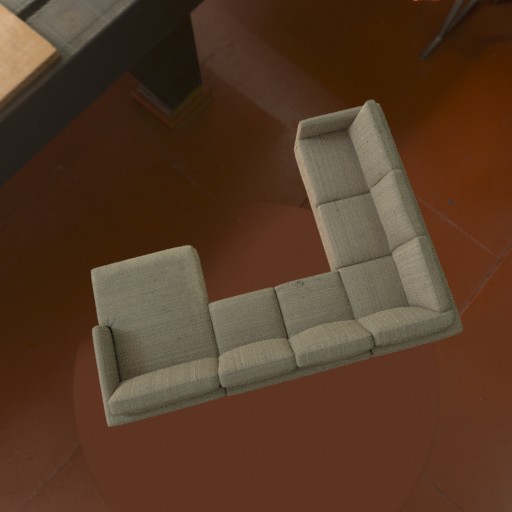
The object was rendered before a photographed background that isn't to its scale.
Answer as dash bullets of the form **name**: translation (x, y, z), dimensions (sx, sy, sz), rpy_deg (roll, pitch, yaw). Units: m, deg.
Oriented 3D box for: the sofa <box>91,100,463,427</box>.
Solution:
- **sofa**: translation (0.000, 0.000, 4.647), dimensions (3.460, 0.961, 2.594), rpy_deg (-14, 76, -4)
